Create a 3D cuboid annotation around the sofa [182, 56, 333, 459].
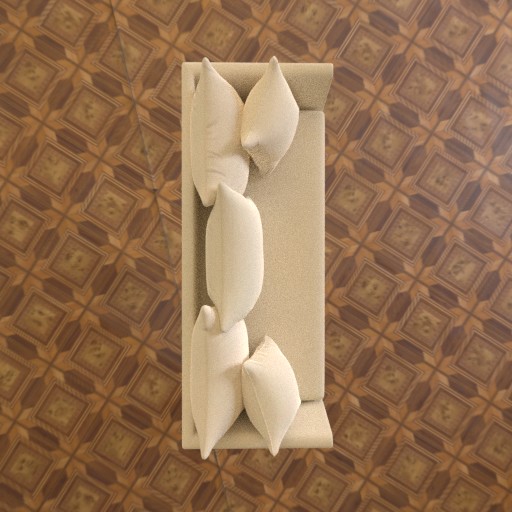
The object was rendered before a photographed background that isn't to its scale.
[{"bbox_3d":[0.000,0.000,3.060,1.030,1.042,2.484,0,90,-1],"label":"sofa"}]
